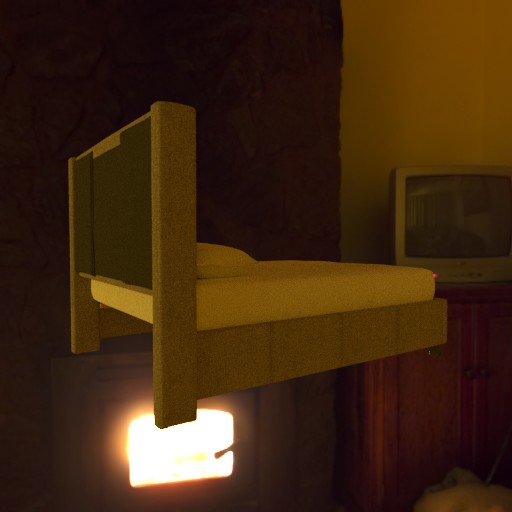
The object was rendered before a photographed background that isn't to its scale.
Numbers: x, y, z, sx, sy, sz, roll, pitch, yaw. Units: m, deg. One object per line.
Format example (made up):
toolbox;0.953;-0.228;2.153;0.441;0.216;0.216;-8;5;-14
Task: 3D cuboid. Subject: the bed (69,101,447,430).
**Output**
bed;0.000;0.000;3.290;2.245;1.481;1.714;-2;3;-35
